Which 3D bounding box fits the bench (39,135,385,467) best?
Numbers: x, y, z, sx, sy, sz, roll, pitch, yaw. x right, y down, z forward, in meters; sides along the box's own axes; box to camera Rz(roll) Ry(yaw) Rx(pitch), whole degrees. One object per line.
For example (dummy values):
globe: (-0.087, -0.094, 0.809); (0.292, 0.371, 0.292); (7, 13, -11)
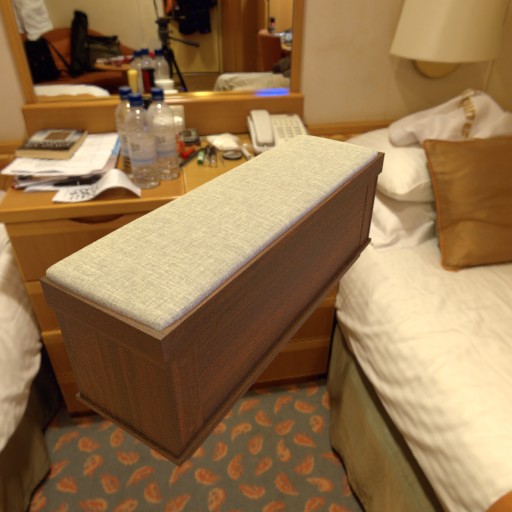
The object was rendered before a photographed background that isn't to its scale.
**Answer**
bench: (0.000, 0.000, 1.404); (0.367, 0.468, 1.196); (19, 37, 27)
